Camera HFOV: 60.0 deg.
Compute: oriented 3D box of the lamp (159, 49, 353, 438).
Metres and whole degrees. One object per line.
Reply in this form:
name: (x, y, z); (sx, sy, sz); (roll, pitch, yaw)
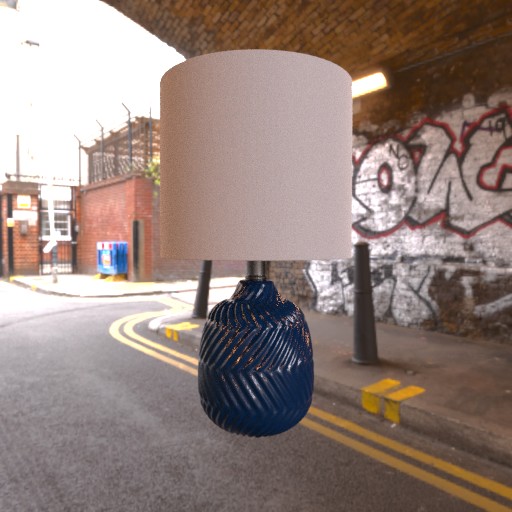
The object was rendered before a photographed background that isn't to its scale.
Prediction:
lamp: (0.000, 0.000, 0.482); (0.203, 0.368, 0.203); (0, 2, 0)
